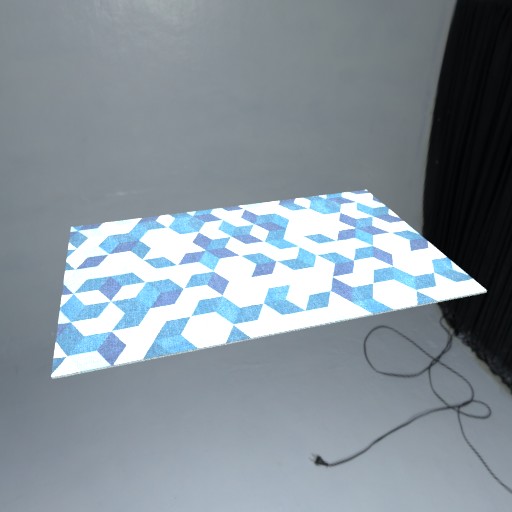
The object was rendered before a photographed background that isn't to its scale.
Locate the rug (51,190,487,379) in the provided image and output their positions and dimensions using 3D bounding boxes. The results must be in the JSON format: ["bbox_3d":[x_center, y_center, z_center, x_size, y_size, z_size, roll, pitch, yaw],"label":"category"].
[{"bbox_3d":[0.000,0.000,2.980,2.438,0.015,1.518,-9,34,-13],"label":"rug"}]
